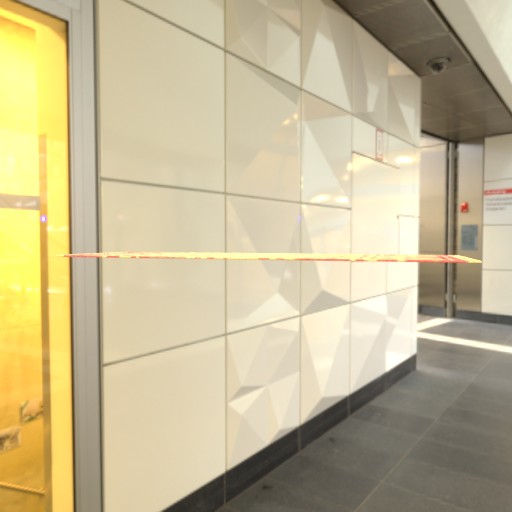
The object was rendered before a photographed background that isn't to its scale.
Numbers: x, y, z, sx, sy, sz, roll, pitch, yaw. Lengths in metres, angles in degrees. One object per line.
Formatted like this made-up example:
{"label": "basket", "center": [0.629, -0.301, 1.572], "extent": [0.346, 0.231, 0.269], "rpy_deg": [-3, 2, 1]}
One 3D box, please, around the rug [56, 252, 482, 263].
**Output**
{"label": "rug", "center": [0.000, 0.000, 2.805], "extent": [2.458, 0.011, 0.787], "rpy_deg": [1, 2, 18]}
